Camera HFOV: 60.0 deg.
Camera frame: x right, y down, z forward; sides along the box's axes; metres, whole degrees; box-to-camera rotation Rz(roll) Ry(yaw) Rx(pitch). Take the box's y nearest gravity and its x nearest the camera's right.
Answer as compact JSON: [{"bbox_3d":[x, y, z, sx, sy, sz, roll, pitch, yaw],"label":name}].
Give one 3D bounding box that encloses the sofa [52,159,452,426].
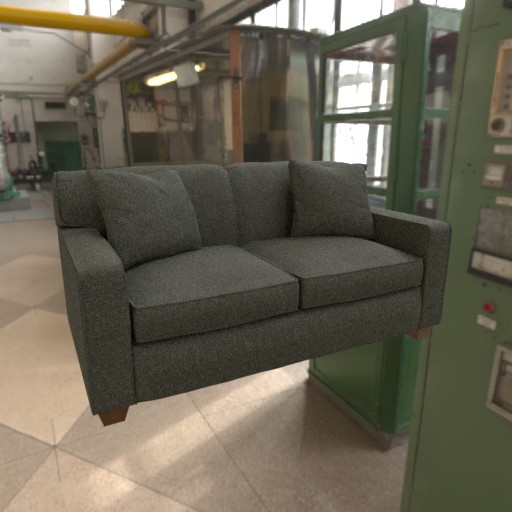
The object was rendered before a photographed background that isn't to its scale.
[{"bbox_3d":[0.000,0.000,2.332,1.846,0.958,0.998,-8,17,-26],"label":"sofa"}]
